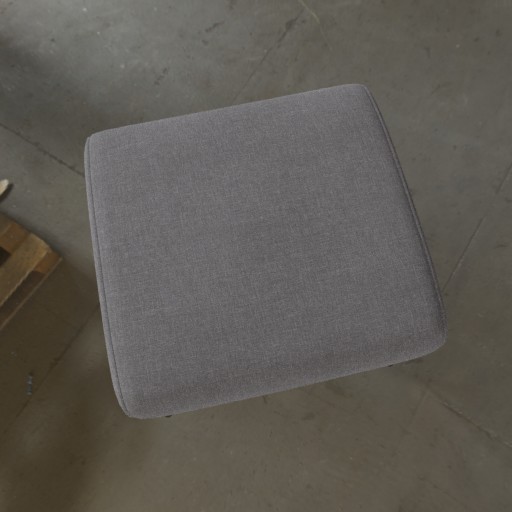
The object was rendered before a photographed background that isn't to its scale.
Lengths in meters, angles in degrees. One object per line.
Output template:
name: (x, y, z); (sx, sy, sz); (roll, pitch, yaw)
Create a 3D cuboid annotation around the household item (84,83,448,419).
household item: (0.000, 0.000, 0.867); (0.530, 0.410, 0.530); (-12, 75, -3)
